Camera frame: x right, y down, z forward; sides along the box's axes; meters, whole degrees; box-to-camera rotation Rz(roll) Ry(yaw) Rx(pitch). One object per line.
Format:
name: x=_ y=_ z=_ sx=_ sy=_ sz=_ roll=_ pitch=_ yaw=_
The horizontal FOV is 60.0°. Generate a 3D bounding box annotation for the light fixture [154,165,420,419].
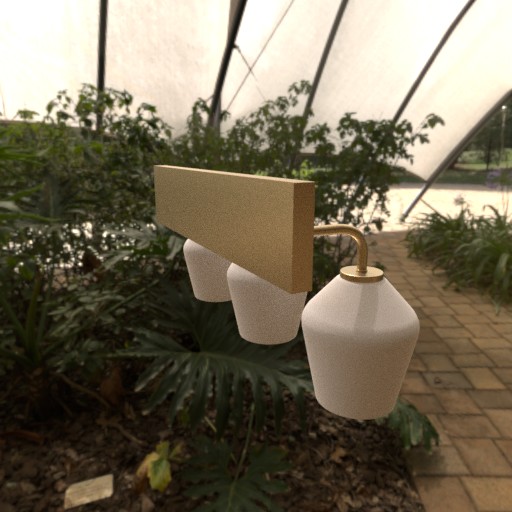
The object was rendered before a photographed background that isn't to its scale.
light fixture: x=0.000 y=0.000 z=0.732 sx=0.190 sy=0.280 sz=0.609 roll=-7 pitch=15 yaw=-26
